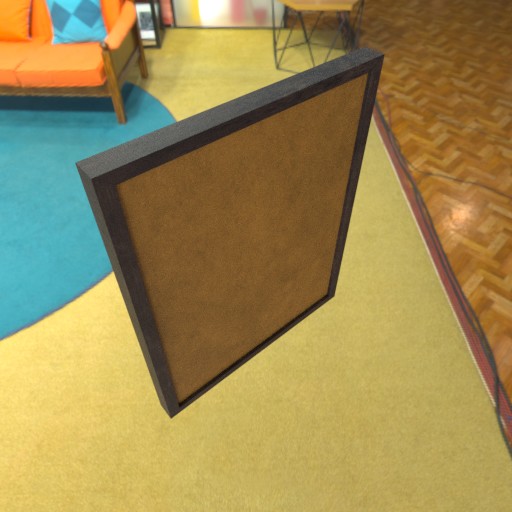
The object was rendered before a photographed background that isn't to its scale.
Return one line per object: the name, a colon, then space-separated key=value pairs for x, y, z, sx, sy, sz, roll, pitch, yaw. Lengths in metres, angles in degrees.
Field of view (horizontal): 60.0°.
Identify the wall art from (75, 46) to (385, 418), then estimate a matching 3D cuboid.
wall art: x=0.000 y=0.000 z=0.541 sx=0.329 sy=0.406 sz=0.027 roll=-32 pitch=54 yaw=-26
